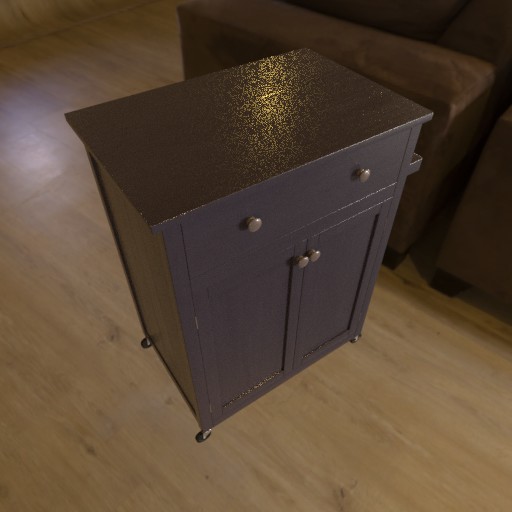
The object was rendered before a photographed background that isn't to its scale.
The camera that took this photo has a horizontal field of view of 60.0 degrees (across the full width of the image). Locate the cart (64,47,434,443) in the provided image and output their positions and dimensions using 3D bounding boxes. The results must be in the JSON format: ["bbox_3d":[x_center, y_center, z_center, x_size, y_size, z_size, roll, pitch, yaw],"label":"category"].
[{"bbox_3d":[0.000,0.000,1.261,0.690,0.878,0.449,-26,51,-23],"label":"cart"}]
